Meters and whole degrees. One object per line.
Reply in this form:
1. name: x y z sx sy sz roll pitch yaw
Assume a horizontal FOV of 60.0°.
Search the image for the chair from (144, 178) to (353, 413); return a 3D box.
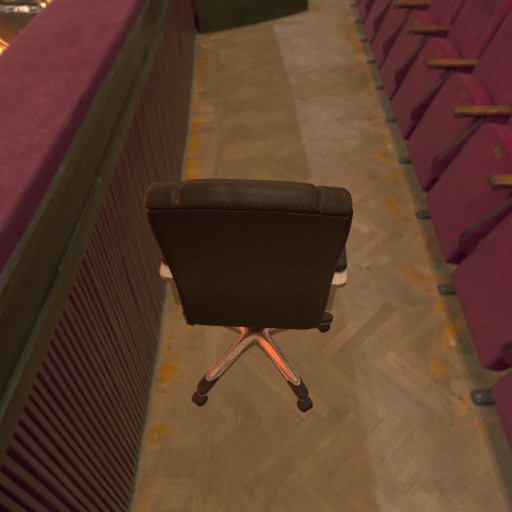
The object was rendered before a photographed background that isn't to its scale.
1. chair: 0.000 0.000 1.625 0.700 1.145 0.780 2 46 2
